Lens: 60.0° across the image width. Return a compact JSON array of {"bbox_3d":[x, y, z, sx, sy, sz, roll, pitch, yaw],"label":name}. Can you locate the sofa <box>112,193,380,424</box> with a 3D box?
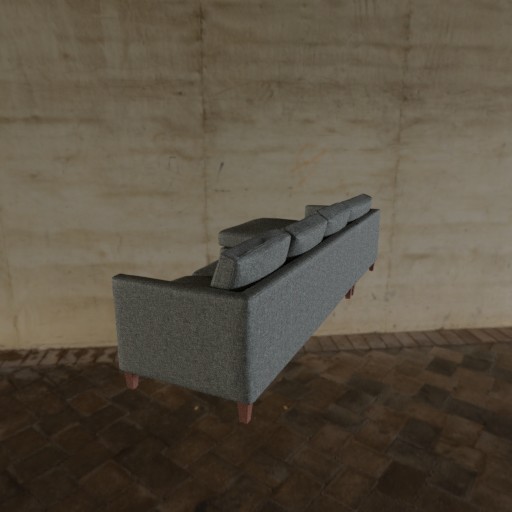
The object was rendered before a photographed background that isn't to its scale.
[{"bbox_3d":[0.000,0.000,4.130,1.635,0.960,3.485,7,16,25],"label":"sofa"}]
